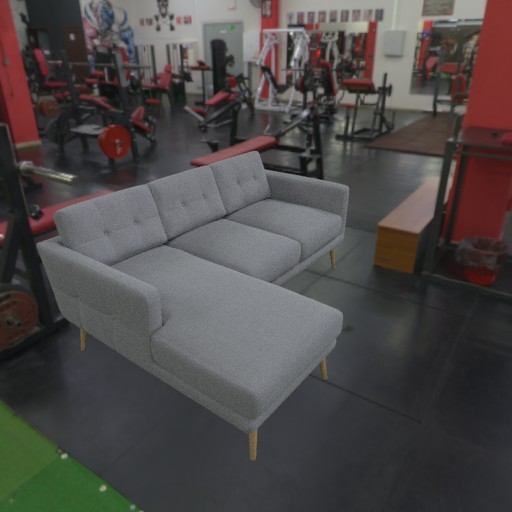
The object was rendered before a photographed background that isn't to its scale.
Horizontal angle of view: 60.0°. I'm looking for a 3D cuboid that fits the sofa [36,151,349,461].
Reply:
[{"bbox_3d":[0.000,0.000,2.815,1.530,0.860,2.040,18,31,33],"label":"sofa"}]
